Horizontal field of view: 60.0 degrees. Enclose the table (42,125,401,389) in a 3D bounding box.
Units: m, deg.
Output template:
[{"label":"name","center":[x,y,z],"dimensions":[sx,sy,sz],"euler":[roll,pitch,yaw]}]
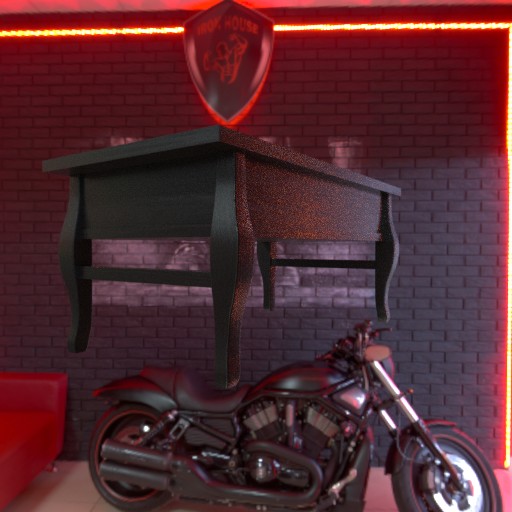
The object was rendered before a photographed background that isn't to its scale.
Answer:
[{"label":"table","center":[0.000,0.000,1.398],"dimensions":[0.600,0.494,1.062],"euler":[1,1,35]}]
